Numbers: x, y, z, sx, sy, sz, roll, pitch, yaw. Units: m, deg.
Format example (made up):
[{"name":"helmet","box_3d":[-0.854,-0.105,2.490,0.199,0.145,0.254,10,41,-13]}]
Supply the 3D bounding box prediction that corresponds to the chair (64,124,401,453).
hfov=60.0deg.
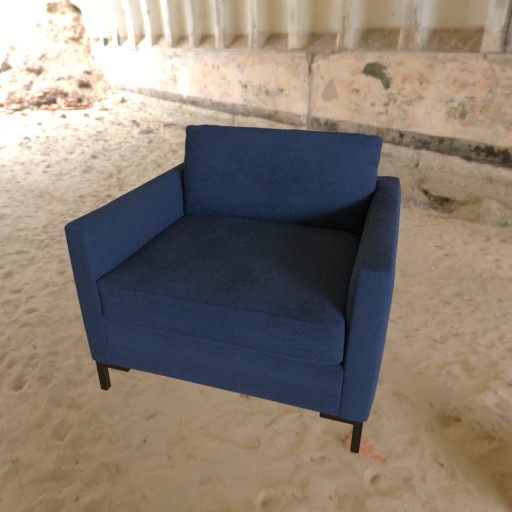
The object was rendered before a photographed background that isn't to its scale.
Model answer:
[{"name":"chair","box_3d":[0.000,0.000,1.613,0.964,0.812,0.875,8,27,16]}]
